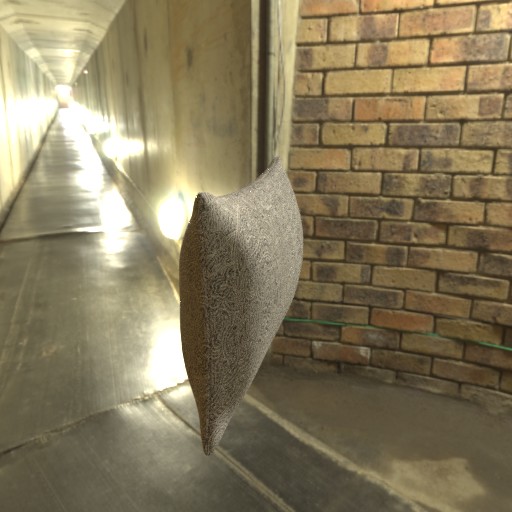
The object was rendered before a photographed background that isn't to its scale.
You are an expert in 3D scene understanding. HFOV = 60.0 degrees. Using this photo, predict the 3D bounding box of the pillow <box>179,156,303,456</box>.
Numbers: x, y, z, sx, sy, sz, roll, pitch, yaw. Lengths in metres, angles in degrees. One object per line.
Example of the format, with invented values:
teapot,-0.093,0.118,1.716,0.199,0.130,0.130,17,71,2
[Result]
pillow,0.000,0.000,0.744,0.151,0.295,0.615,3,16,9
